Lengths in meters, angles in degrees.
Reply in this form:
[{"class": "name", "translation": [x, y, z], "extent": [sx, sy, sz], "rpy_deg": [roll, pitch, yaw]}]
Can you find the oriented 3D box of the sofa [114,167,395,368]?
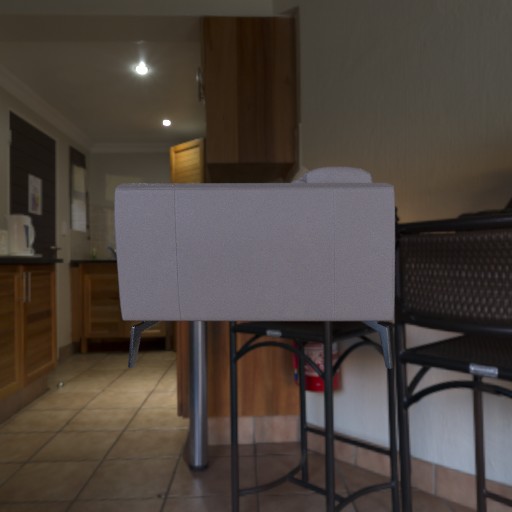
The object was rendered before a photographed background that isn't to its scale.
[{"class": "sofa", "translation": [0.000, 0.000, 2.463], "extent": [1.003, 0.779, 1.895], "rpy_deg": [0, 0, 0]}]
